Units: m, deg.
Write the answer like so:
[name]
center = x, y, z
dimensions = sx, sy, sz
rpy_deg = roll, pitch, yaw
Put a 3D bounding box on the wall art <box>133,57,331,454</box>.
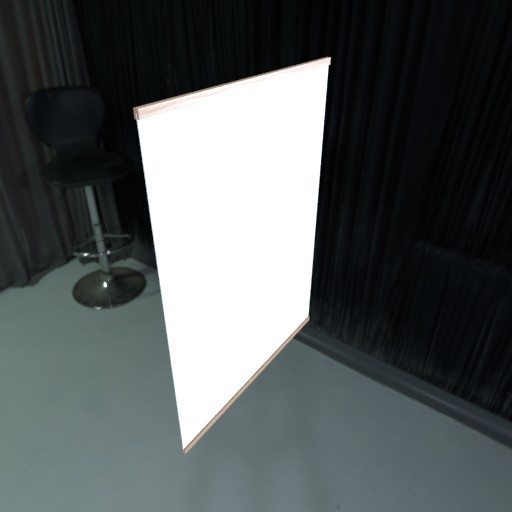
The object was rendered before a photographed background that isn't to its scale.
[wall art]
center = 0.000, 0.000, 1.334
dimensions = 0.013, 1.016, 0.758
rpy_deg = 20, 37, 29
